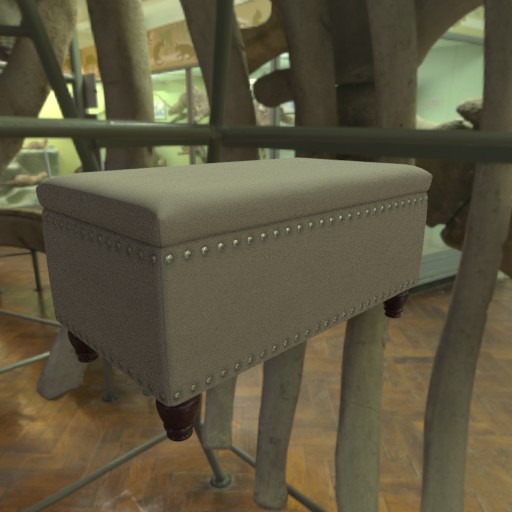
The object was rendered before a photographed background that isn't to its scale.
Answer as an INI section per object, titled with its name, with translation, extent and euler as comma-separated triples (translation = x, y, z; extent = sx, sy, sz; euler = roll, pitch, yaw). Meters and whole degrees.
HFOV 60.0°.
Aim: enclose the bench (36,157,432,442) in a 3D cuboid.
[bench]
translation = 0.000, 0.000, 1.156
extent = 0.887, 0.449, 0.500
euler = -15, 22, -42
